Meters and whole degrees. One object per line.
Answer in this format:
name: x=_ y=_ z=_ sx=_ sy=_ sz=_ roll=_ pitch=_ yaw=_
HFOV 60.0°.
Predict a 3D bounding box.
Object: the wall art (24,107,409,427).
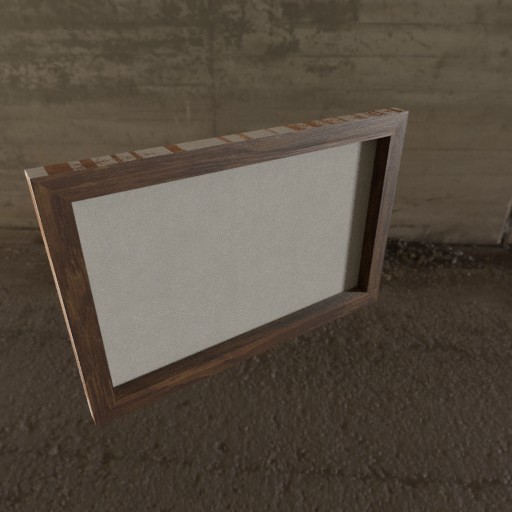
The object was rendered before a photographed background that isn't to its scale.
wall art: x=0.000 y=0.000 z=0.739 sx=0.609 sy=0.405 sz=0.035 roll=-18 pitch=35 yaw=-28
